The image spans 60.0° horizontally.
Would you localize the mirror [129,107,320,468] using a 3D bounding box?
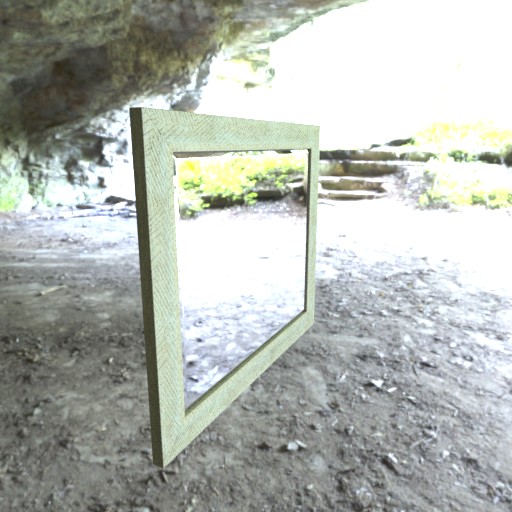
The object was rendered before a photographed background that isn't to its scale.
[{"bbox_3d":[0.000,0.000,1.165,0.028,0.689,0.839,7,16,27],"label":"mirror"}]
